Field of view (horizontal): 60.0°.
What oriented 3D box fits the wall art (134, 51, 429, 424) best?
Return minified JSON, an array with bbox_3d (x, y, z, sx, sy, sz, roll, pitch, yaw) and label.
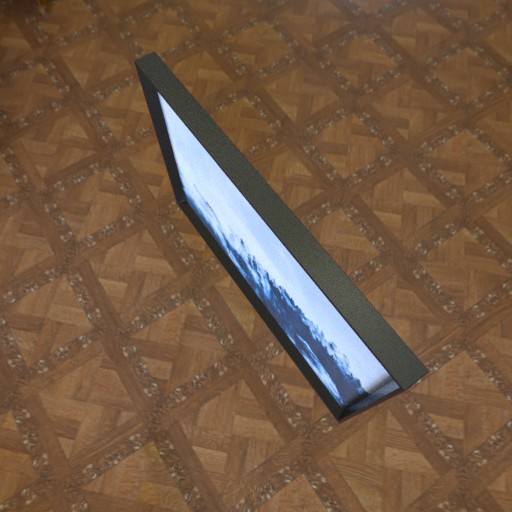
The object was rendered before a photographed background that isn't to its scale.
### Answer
[{"bbox_3d":[0.000,0.000,1.196,0.058,0.640,0.939,-32,69,-14],"label":"wall art"}]
